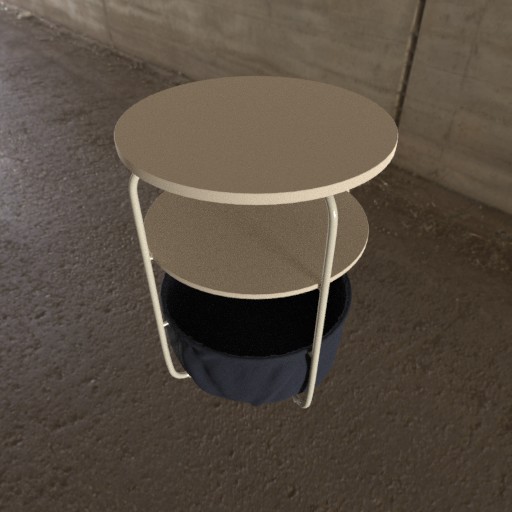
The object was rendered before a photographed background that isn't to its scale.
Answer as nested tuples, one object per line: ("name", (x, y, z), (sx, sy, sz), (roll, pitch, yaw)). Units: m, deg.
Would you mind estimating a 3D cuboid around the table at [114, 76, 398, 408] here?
("table", (0.000, 0.000, 0.841), (0.418, 0.532, 0.418), (10, 41, 12))
